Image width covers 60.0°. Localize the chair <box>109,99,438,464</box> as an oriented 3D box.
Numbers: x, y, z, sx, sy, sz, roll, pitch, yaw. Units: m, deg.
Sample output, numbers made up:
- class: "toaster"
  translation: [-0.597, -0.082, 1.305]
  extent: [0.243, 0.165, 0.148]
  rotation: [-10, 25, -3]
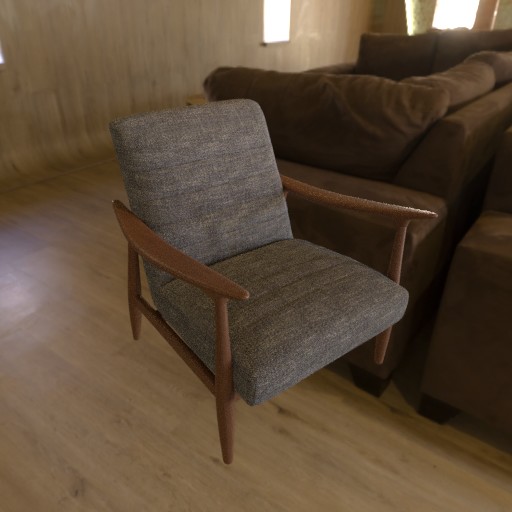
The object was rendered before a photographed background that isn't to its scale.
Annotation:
- class: "chair"
  translation: [0.000, 0.000, 1.424]
  extent: [0.741, 0.832, 0.798]
  rotation: [-20, 35, -32]
